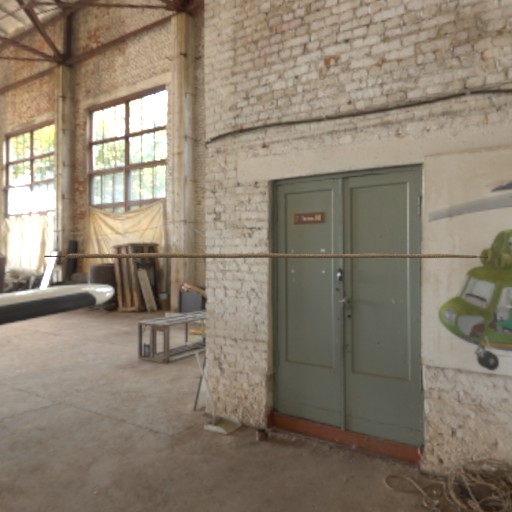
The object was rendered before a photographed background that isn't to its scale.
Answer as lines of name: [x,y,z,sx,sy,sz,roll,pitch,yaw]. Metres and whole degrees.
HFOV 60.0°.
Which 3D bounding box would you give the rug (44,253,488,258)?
rug: [0.000,0.000,2.973,2.434,0.027,1.529,0,0,-19]
